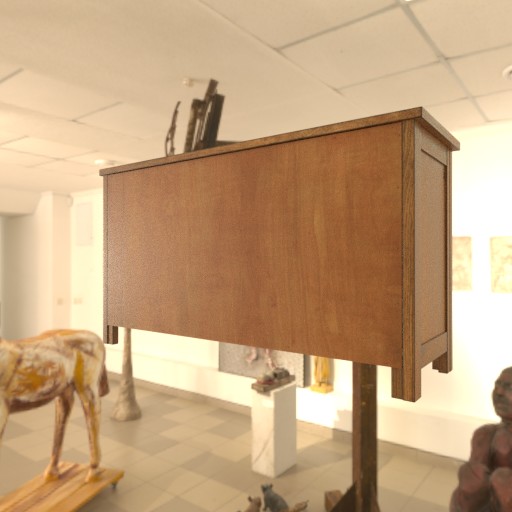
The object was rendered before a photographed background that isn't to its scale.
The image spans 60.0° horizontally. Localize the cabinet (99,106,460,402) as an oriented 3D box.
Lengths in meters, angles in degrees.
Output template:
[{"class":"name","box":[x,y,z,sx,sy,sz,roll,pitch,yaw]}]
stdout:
[{"class":"cabinet","box":[0.000,0.000,1.835,1.474,0.813,0.480,0,0,36]}]
